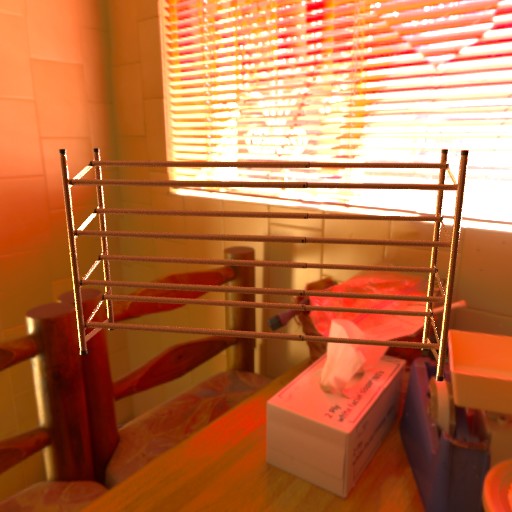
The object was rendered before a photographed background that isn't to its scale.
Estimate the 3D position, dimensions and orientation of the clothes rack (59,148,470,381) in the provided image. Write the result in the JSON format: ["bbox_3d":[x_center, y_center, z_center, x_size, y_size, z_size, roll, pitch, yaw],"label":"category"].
[{"bbox_3d":[0.000,0.000,1.430,1.168,0.672,0.229,2,14,8],"label":"clothes rack"}]
